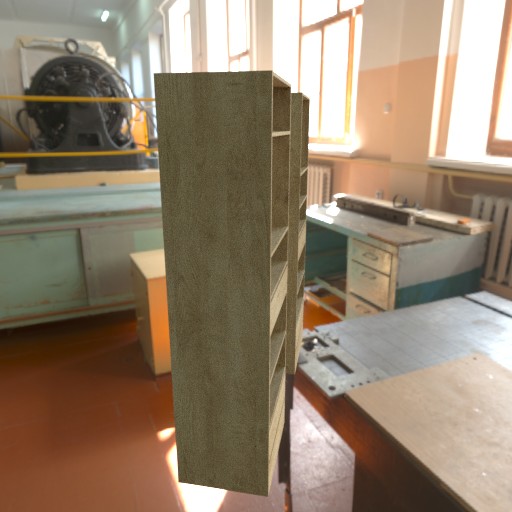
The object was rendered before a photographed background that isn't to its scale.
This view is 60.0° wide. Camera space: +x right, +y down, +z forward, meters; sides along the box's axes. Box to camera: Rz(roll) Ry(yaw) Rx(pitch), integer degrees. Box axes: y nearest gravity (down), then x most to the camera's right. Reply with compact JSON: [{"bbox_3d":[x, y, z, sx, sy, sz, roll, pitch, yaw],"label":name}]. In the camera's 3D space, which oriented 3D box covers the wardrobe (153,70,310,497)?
[{"bbox_3d":[0.000,0.000,2.836,0.480,2.000,1.770,3,17,11],"label":"wardrobe"}]
